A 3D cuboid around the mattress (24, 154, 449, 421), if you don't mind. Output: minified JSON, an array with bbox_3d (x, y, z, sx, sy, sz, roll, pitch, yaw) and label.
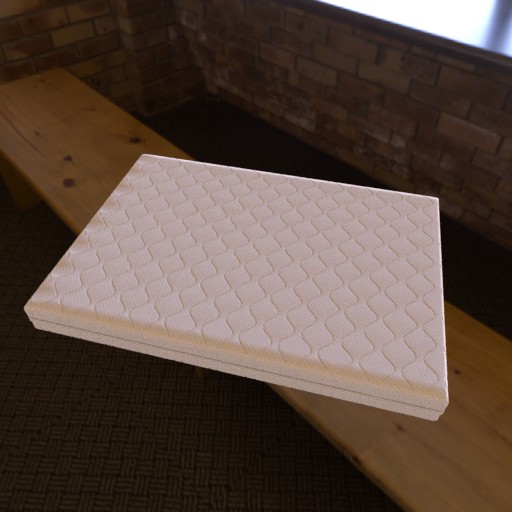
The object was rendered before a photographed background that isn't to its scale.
[{"bbox_3d":[0.000,0.000,2.510,2.000,0.200,1.400,10,47,10],"label":"mattress"}]
